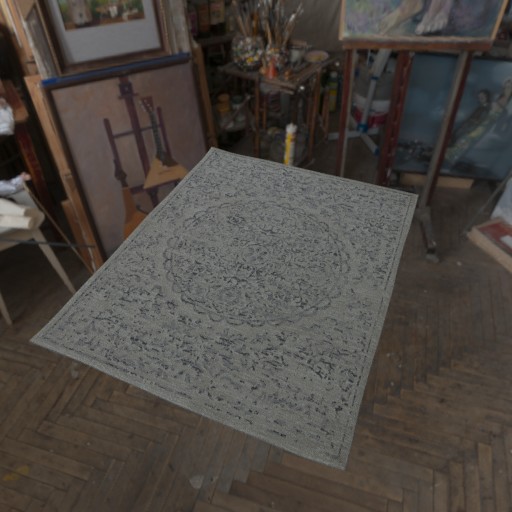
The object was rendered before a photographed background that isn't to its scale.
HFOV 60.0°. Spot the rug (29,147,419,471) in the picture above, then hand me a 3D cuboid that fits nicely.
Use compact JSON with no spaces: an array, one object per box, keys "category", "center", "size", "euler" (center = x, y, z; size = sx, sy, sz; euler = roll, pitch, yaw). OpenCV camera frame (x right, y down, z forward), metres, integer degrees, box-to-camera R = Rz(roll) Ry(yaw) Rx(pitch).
[{"category":"rug","center":[0.000,0.000,3.846],"size":[2.343,0.026,2.925],"euler":[17,47,16]}]
